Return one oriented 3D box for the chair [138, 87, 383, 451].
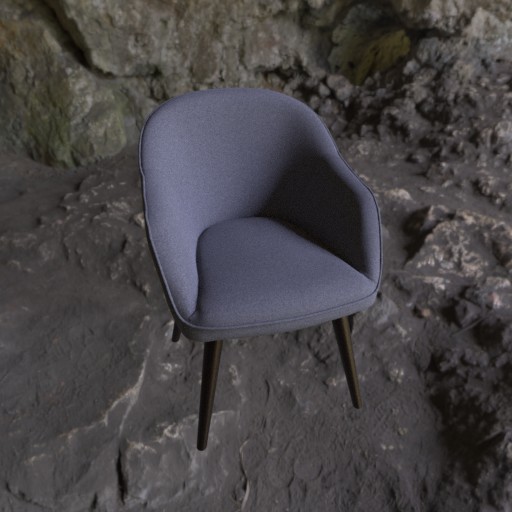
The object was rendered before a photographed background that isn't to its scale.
[{"bbox_3d":[0.000,0.000,1.245,0.589,0.810,0.611,-9,30,-15],"label":"chair"}]
